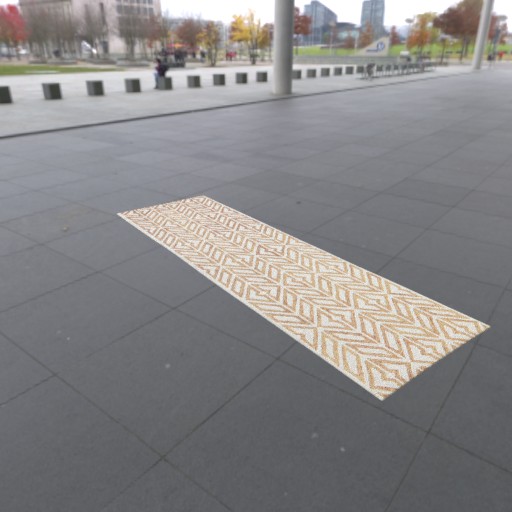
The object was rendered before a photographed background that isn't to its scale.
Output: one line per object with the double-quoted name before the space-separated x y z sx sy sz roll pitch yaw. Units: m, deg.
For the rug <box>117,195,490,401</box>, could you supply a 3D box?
"rug" 0.000 0.000 2.625 0.750 0.009 2.435 -18 30 -33
